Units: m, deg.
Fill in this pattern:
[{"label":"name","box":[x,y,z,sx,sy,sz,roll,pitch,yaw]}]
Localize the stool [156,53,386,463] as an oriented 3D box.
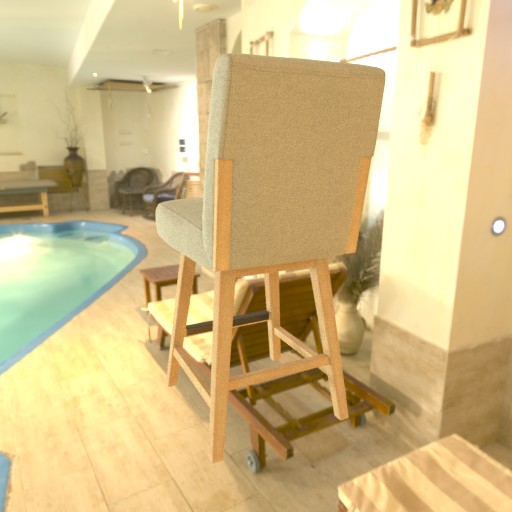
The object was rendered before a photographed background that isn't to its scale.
[{"label":"stool","box":[0.000,0.000,1.413,0.507,1.085,0.606,-7,16,-26]}]
